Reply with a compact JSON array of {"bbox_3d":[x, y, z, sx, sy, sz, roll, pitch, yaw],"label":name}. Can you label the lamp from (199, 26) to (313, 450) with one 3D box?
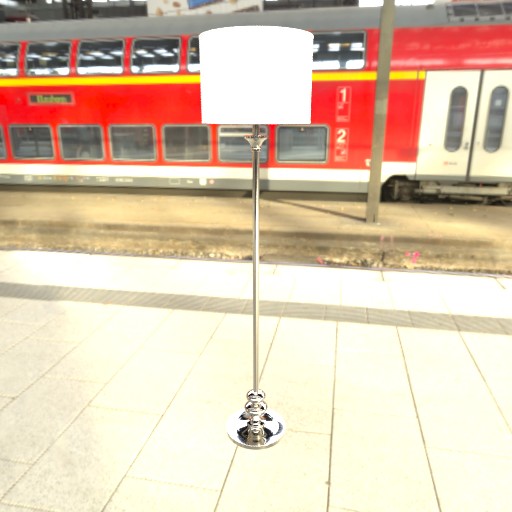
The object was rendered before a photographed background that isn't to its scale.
[{"bbox_3d":[0.000,0.000,1.601,0.356,1.487,0.356,3,17,9],"label":"lamp"}]
